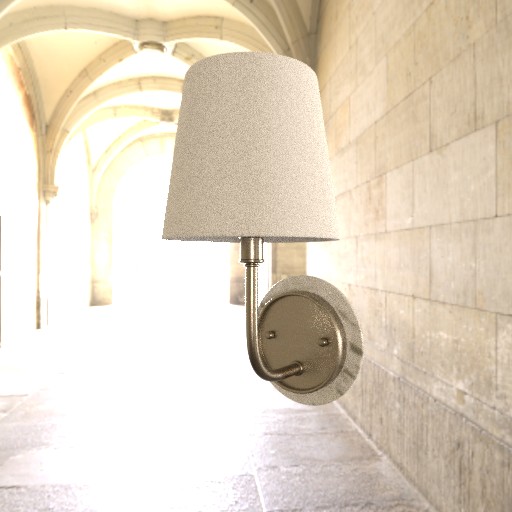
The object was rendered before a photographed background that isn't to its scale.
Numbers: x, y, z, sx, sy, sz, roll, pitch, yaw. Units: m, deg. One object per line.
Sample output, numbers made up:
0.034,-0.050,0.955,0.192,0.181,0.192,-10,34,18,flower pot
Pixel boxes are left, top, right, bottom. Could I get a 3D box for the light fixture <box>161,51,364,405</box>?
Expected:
0.000,0.000,0.434,0.168,0.337,0.188,0,0,38,light fixture
